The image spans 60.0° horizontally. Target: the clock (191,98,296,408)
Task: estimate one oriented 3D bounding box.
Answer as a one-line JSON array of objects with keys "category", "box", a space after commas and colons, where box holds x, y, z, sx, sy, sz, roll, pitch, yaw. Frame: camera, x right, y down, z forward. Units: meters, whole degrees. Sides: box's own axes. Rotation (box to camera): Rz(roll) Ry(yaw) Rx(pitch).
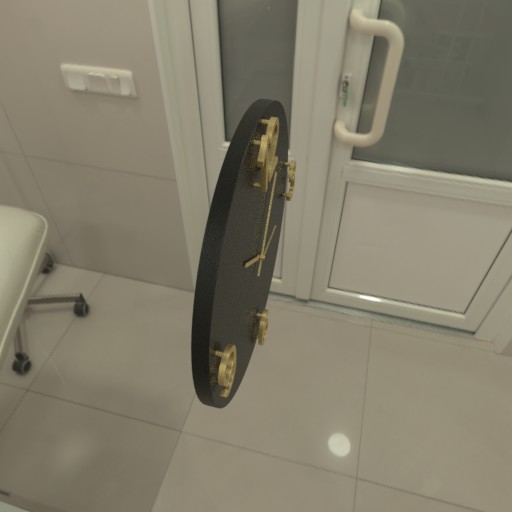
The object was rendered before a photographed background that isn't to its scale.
[{"category": "clock", "box": [0.000, 0.000, 0.680, 0.038, 0.454, 0.454, 11, 48, 10]}]
